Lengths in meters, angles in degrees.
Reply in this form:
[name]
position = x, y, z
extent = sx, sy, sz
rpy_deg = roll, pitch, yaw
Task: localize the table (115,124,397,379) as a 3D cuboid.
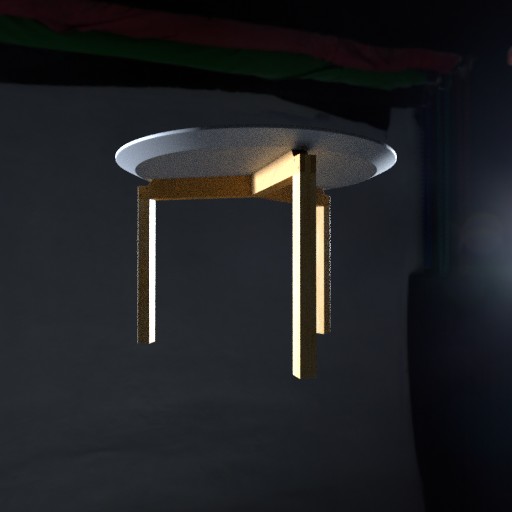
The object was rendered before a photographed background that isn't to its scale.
[table]
position = 0.000, 0.000, 0.991
extent = 0.600, 0.405, 0.600
rpy_deg = 0, -1, 0
